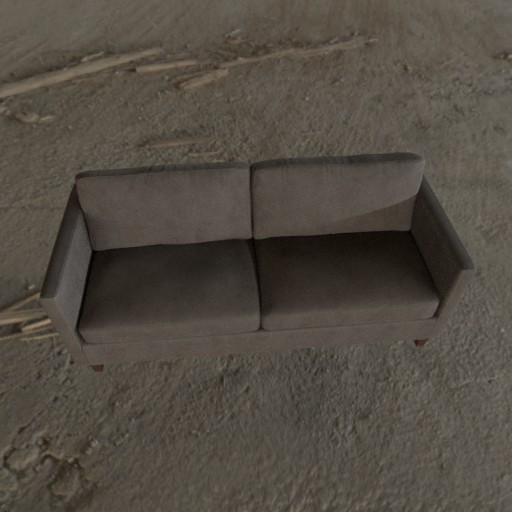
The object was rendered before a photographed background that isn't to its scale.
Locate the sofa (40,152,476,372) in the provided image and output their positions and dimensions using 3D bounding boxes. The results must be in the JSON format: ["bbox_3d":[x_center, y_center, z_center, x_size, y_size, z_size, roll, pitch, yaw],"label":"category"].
[{"bbox_3d":[0.000,0.000,2.685,2.208,0.965,0.951,-4,47,-3],"label":"sofa"}]
